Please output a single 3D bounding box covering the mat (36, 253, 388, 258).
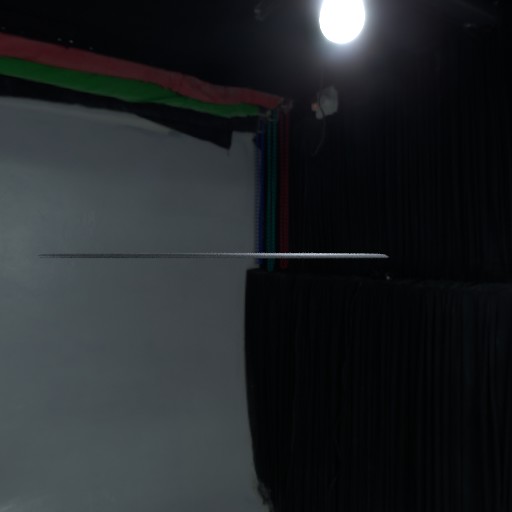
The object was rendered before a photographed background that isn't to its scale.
[{"bbox_3d":[0.000,0.000,1.833,1.525,0.016,0.917,0,0,-35],"label":"mat"}]
